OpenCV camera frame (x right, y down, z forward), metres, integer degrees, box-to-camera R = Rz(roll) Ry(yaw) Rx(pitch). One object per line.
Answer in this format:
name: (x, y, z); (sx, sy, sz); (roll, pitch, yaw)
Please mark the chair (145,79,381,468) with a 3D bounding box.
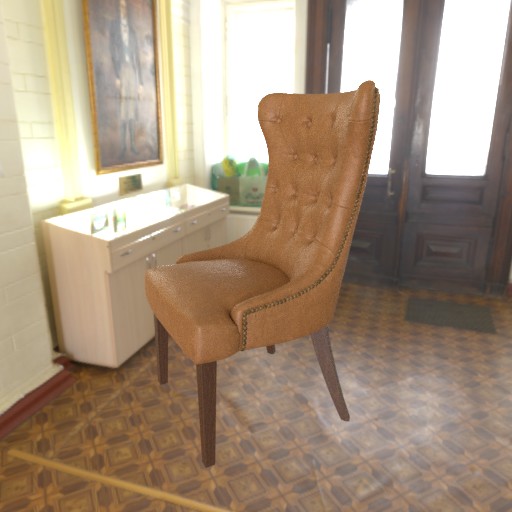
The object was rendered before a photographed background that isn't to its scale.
chair: (0.000, 0.000, 1.467); (0.669, 1.065, 0.611); (-8, 18, -26)
